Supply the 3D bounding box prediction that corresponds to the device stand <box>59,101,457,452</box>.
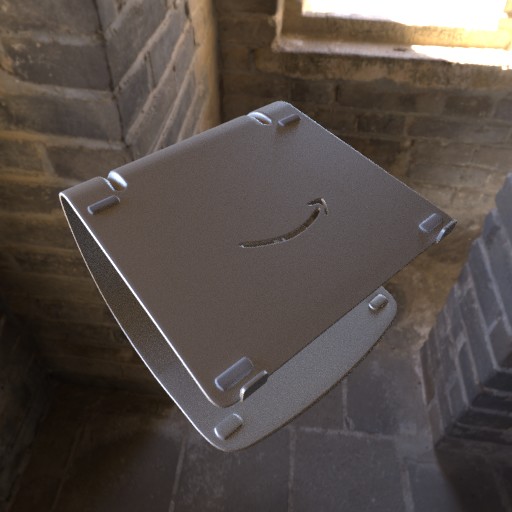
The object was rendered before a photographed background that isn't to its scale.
[{"bbox_3d":[0.000,0.000,0.406,0.256,0.155,0.236,-32,53,-28],"label":"device stand"}]
